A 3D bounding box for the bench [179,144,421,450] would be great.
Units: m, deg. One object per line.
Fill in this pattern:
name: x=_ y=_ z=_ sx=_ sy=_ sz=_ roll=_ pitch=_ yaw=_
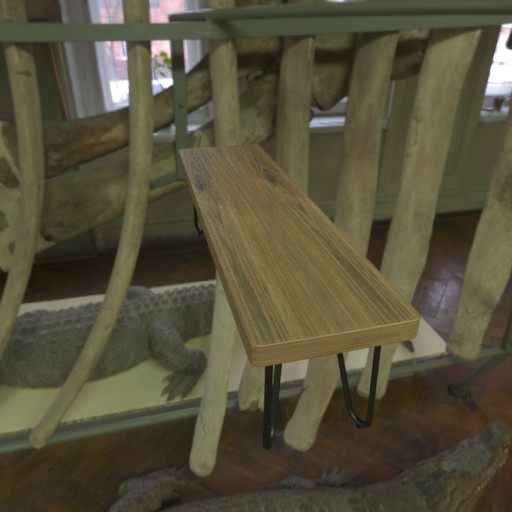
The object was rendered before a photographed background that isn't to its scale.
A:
bench: x=0.000 y=0.000 z=1.778 sx=0.425 sy=0.462 sz=1.570 roll=-7 pitch=30 yaw=-13
